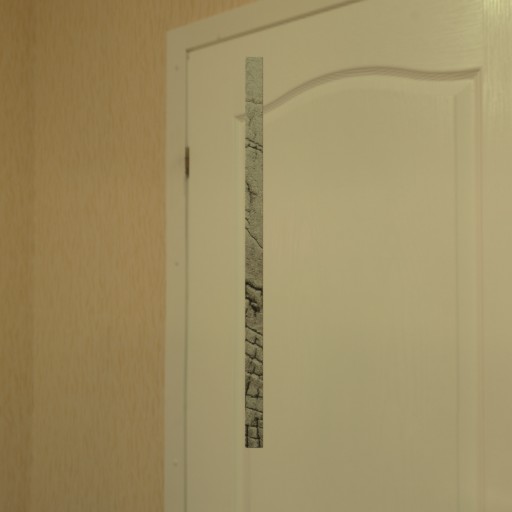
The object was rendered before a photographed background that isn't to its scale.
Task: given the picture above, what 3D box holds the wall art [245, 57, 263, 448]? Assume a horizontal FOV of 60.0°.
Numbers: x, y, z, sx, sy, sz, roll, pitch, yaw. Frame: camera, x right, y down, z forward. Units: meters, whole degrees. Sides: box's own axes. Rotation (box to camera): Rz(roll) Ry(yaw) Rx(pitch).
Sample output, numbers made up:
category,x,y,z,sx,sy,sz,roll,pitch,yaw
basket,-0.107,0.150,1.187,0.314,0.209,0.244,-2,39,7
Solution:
category,x,y,z,sx,sy,sz,roll,pitch,yaw
wall art,0.000,0.000,1.429,0.035,0.758,1.141,0,-1,0
